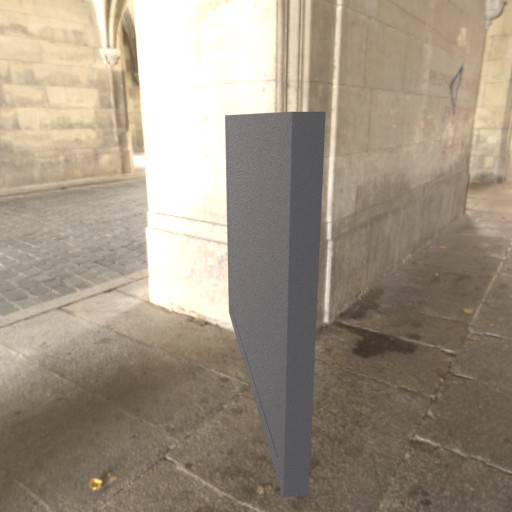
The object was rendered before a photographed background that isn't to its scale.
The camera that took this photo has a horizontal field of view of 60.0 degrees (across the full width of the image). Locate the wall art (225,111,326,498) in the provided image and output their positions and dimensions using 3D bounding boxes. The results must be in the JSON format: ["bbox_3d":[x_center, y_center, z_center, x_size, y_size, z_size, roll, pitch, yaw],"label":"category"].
[{"bbox_3d":[0.000,0.000,0.540,0.024,0.329,0.404,-3,18,-10],"label":"wall art"}]
